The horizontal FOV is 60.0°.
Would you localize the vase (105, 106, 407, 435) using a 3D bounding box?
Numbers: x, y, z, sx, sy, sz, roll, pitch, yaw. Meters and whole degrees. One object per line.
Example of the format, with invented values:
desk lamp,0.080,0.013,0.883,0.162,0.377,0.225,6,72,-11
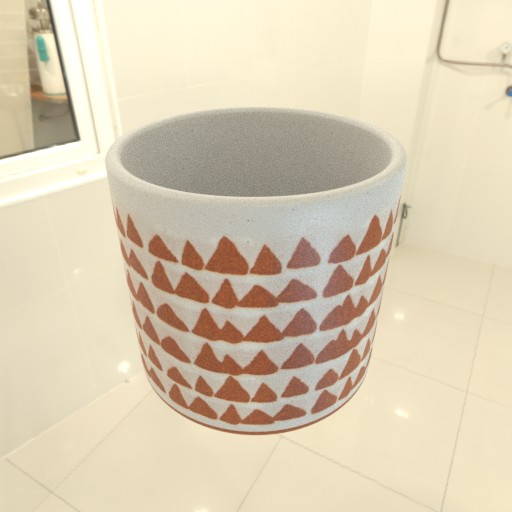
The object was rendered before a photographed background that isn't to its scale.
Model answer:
vase,0.000,0.000,0.240,0.137,0.127,0.137,0,32,0
